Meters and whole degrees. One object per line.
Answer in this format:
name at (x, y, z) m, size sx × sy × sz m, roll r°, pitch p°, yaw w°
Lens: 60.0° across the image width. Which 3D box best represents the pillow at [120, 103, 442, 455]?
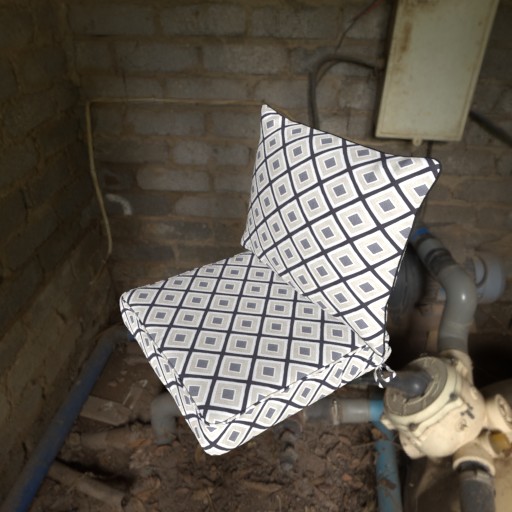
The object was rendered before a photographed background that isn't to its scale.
pillow at (0.000, 0.000, 1.375) m, size 0.733 × 0.722 × 0.798 m, roll -19°, pitch 36°, yaw -28°
